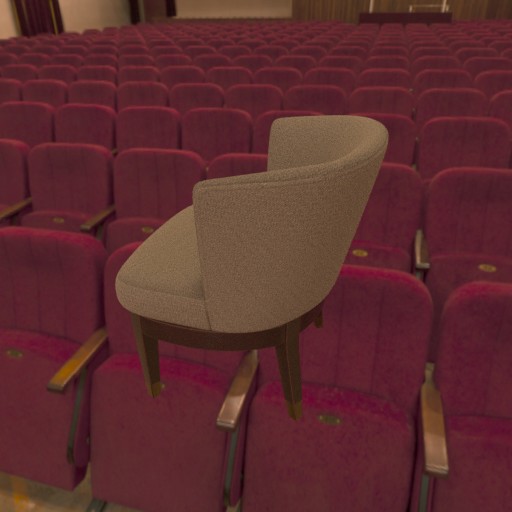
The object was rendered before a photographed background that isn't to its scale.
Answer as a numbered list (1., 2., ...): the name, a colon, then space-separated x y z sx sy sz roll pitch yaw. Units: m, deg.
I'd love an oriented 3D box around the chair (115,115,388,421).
1. chair: 0.000 0.000 1.313 0.660 0.760 0.700 7 29 14
